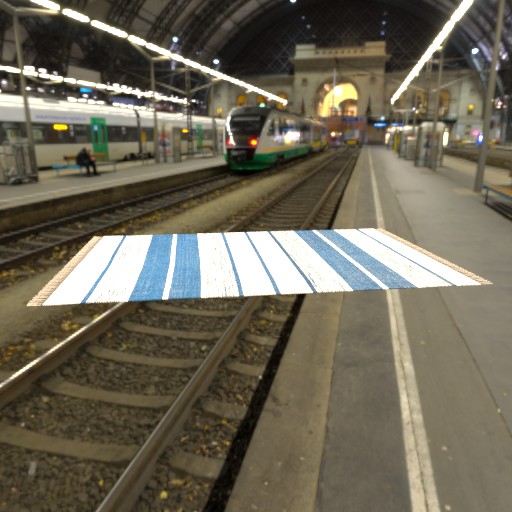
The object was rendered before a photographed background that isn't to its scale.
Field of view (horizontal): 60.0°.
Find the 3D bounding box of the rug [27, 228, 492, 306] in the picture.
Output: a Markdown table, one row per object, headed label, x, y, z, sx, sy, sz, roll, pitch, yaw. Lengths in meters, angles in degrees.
| label | x | y | z | sx | sy | sz | roll | pitch | yaw |
| --- | --- | --- | --- | --- | --- | --- | --- | --- | --- |
| rug | 0.000 | 0.000 | 3.015 | 2.441 | 0.010 | 1.532 | -2 | 15 | -7 |
